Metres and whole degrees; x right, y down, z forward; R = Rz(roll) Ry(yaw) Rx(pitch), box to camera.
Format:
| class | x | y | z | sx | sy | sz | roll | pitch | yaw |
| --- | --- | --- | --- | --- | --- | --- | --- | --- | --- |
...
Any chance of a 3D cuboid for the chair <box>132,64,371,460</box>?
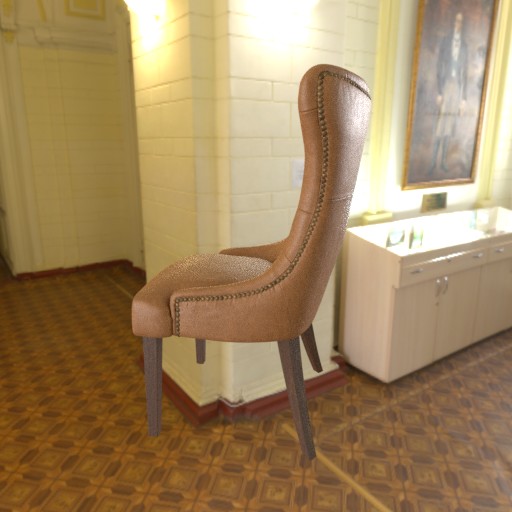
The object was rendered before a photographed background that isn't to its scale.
| class | x | y | z | sx | sy | sz | roll | pitch | yaw |
| --- | --- | --- | --- | --- | --- | --- | --- | --- | --- |
| chair | 0.000 | 0.000 | 1.440 | 0.669 | 1.065 | 0.611 | 3 | 14 | 10 |
